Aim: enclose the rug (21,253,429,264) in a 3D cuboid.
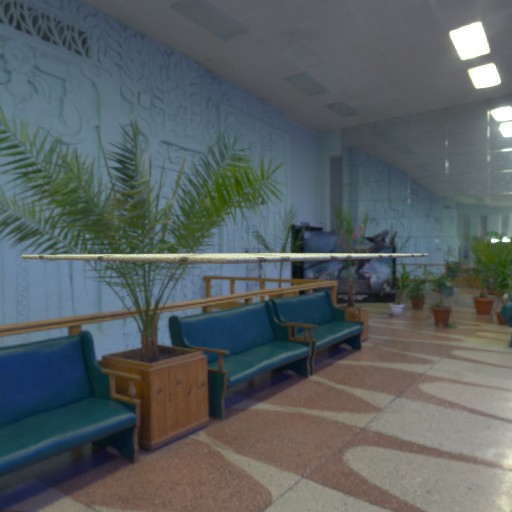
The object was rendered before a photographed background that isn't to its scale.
[{"bbox_3d":[0.000,0.000,3.399,1.801,0.026,2.701,1,1,38],"label":"rug"}]
